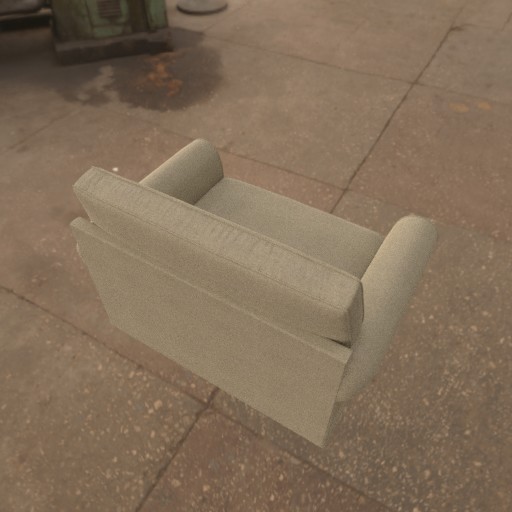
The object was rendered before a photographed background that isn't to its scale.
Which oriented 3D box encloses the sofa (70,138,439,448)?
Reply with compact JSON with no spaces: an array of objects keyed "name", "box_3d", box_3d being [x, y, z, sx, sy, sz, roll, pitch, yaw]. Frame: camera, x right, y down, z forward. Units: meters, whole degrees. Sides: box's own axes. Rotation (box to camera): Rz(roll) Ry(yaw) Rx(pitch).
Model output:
[{"name":"sofa","box_3d":[0.000,0.000,2.072,1.405,0.991,0.936,24,52,21]}]
